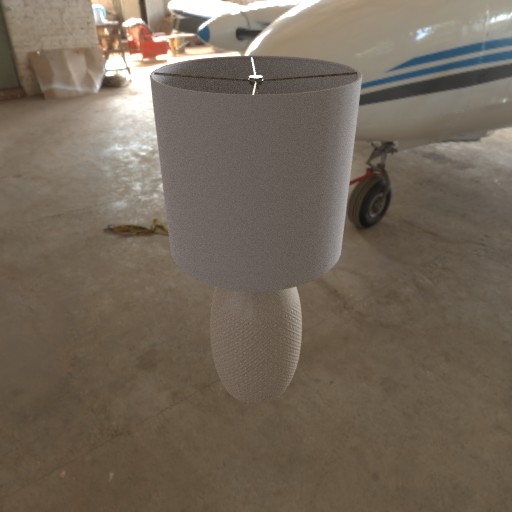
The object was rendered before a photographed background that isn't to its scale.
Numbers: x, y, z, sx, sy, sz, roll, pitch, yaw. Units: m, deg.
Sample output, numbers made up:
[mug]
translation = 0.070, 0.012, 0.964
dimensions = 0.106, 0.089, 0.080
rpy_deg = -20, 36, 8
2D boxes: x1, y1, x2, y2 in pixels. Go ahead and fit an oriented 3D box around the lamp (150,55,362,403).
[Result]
[lamp]
translation = 0.000, 0.000, 0.580
dimensions = 0.217, 0.453, 0.217
rpy_deg = 0, 32, -1
